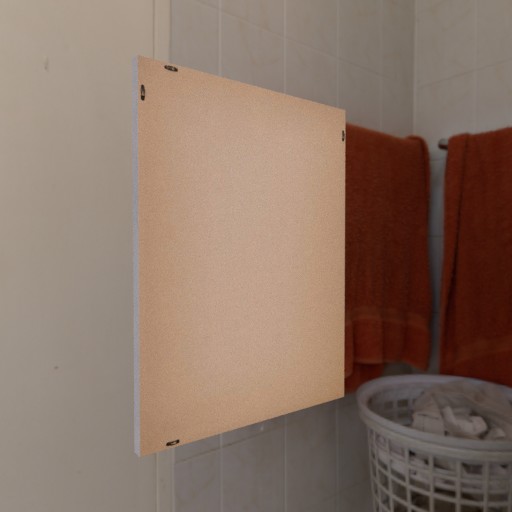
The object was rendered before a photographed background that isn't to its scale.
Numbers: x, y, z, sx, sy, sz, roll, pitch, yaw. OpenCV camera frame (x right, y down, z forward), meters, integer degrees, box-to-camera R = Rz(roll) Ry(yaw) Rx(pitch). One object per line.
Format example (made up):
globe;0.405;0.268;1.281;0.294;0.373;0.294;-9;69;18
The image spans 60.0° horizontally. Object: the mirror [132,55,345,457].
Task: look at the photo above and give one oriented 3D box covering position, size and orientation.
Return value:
mirror;0.000;0.000;1.357;0.762;1.016;0.041;-1;2;-37
